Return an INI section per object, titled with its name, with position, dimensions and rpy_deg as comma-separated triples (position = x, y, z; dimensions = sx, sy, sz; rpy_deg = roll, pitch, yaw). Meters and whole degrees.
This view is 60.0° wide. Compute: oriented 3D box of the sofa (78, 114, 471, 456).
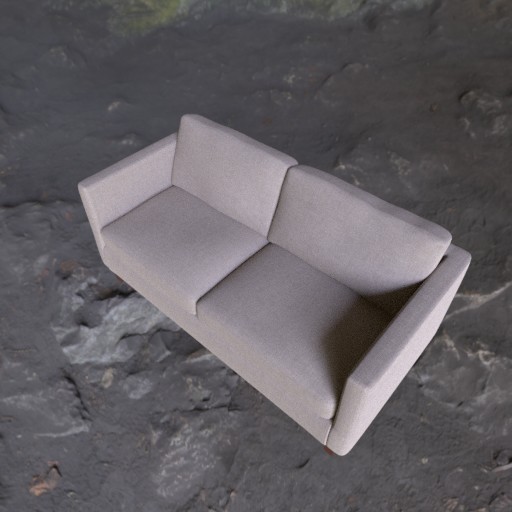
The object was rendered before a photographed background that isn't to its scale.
[sofa]
position = 0.000, 0.000, 2.432
dimensions = 1.884, 0.947, 0.951
rpy_deg = 32, 54, 28
